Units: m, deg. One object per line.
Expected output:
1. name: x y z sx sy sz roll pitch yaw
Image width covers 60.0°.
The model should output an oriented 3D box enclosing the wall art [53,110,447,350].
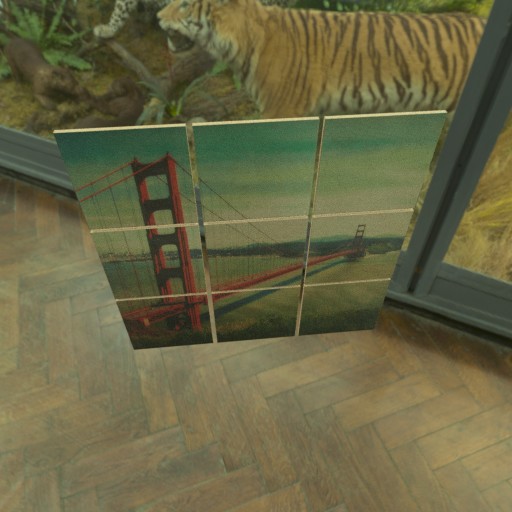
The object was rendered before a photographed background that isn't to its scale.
1. wall art: 0.000 0.000 1.804 1.217 1.207 0.016 -4 47 -4
